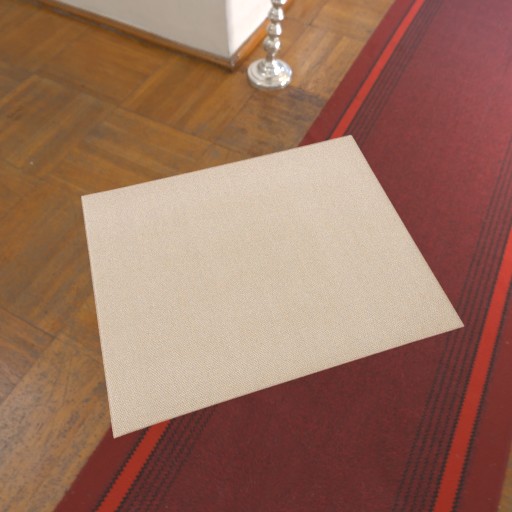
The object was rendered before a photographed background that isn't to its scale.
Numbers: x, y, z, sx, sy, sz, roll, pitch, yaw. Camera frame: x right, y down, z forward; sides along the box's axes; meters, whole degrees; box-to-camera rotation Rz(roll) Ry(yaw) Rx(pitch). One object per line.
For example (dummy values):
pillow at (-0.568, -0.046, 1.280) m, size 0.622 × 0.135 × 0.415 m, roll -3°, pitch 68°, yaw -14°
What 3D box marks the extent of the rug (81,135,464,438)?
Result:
rug at (0.000, 0.000, 4.220) m, size 3.039 × 0.018 × 2.462 m, roll -15°, pitch 60°, yaw -9°
